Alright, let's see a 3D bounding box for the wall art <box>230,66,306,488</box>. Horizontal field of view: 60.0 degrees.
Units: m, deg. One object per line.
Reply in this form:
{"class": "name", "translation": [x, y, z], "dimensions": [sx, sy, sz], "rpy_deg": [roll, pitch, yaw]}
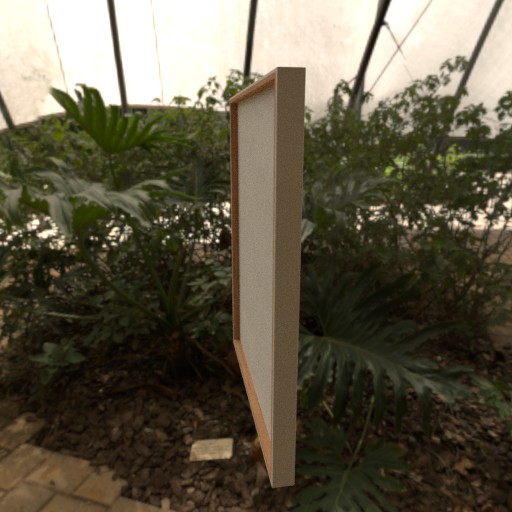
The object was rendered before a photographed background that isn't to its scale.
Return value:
{"class": "wall art", "translation": [0.000, 0.000, 0.849], "dimensions": [0.037, 0.606, 0.508], "rpy_deg": [-3, 16, -9]}
